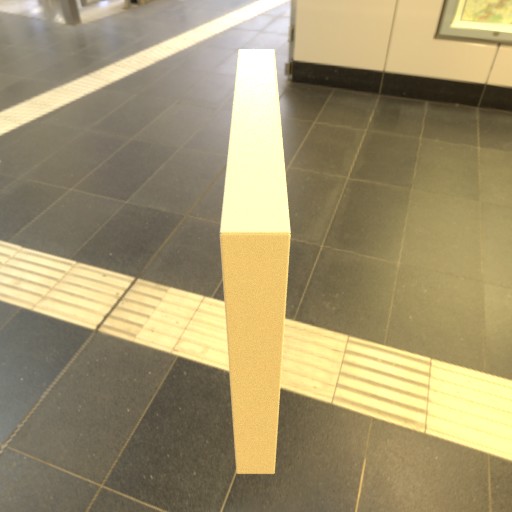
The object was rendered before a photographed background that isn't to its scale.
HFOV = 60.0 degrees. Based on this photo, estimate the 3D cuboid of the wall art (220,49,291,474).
[{"bbox_3d":[0.000,0.000,0.448,0.038,0.305,0.305,0,42,0],"label":"wall art"}]
